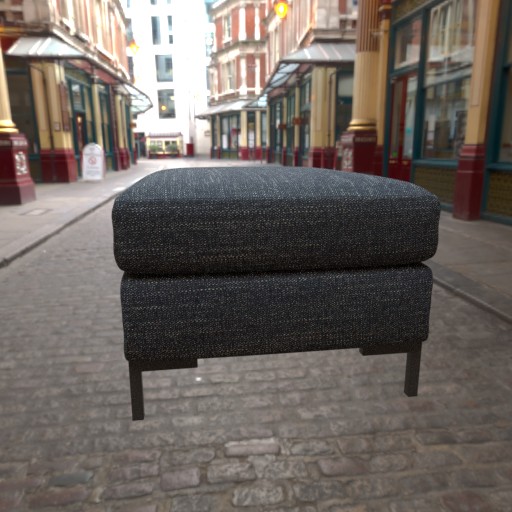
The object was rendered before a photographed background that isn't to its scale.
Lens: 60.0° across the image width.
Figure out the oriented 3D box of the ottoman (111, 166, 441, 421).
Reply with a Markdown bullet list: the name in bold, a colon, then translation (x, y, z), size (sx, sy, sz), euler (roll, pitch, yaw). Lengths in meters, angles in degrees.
- **ottoman**: translation (0.000, 0.000, 1.259), size (0.667, 0.491, 0.814), euler (-2, 13, -8)
